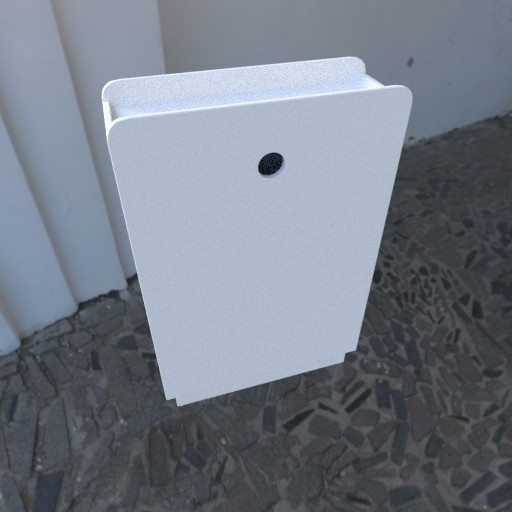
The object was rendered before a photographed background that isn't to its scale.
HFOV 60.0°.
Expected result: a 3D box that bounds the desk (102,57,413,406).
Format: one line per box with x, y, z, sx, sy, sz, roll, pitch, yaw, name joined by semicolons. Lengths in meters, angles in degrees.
0.000;0.000;1.549;0.795;1.190;0.278;-11;41;-13;desk
